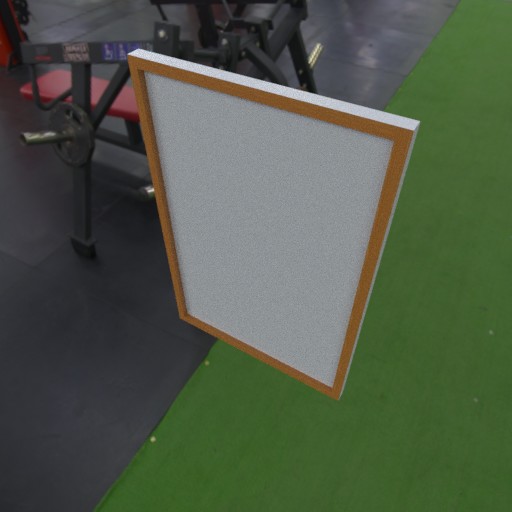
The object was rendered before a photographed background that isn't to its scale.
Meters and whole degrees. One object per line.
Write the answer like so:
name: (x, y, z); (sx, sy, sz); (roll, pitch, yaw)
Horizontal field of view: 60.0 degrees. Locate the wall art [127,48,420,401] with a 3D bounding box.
wall art: (0.000, 0.000, 1.153); (0.610, 0.916, 0.037); (23, 50, 21)
